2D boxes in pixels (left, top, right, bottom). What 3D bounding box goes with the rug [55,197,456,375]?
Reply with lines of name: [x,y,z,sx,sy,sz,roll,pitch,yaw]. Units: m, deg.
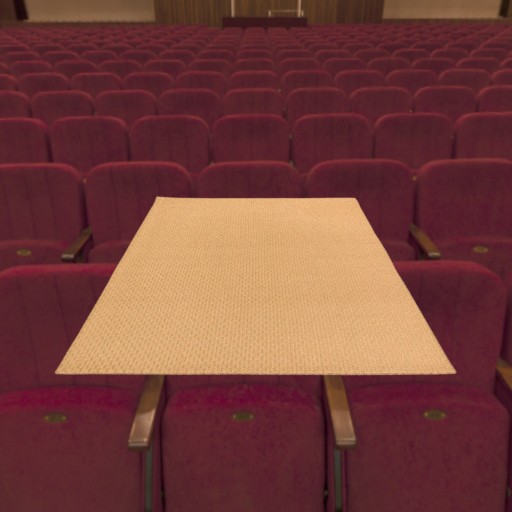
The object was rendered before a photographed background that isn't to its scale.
rug: [0.000,0.000,3.786,2.277,0.035,2.897,0,27,0]
